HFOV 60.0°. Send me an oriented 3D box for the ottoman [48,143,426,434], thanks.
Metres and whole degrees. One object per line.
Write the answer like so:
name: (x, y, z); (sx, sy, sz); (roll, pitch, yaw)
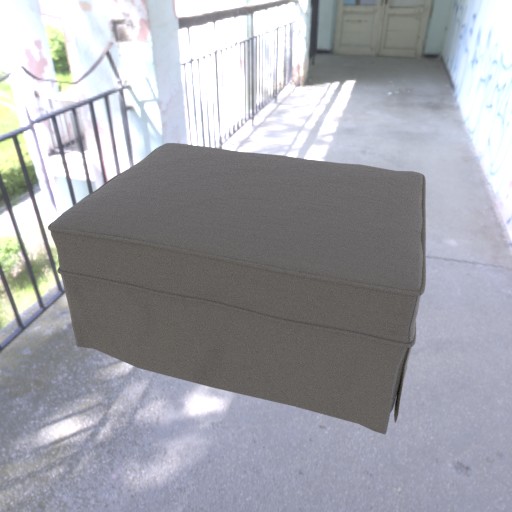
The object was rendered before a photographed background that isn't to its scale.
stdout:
ottoman: (0.000, 0.000, 1.332); (0.944, 0.479, 0.703); (10, 34, 15)
